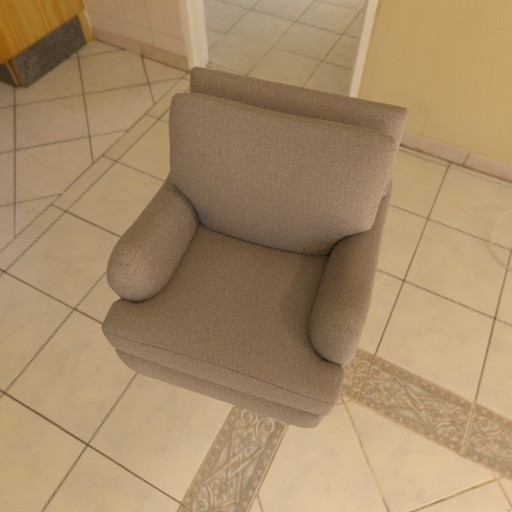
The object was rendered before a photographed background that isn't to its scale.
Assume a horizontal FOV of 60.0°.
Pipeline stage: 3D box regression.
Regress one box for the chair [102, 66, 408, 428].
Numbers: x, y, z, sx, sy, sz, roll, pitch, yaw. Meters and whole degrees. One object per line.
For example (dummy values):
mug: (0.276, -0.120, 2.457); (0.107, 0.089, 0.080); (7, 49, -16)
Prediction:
chair: (0.000, 0.000, 1.848); (0.955, 1.038, 1.070); (15, 57, 10)
